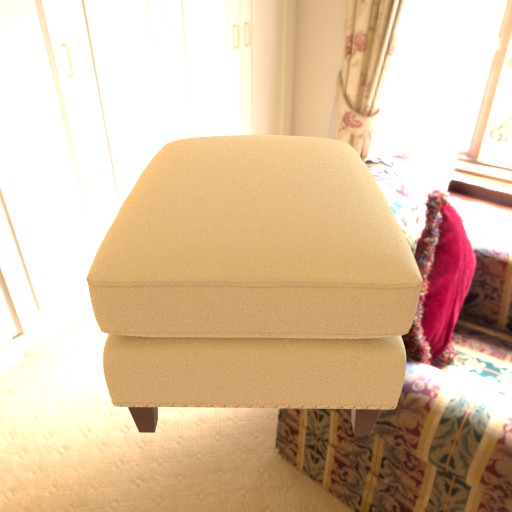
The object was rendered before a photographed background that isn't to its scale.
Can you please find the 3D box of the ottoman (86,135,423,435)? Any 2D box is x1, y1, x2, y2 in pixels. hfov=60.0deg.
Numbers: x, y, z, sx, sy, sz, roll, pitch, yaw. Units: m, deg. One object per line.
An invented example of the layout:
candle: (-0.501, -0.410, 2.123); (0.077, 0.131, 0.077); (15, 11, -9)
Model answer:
ottoman: (0.000, 0.000, 1.132); (0.584, 0.513, 0.741); (0, 32, 1)
